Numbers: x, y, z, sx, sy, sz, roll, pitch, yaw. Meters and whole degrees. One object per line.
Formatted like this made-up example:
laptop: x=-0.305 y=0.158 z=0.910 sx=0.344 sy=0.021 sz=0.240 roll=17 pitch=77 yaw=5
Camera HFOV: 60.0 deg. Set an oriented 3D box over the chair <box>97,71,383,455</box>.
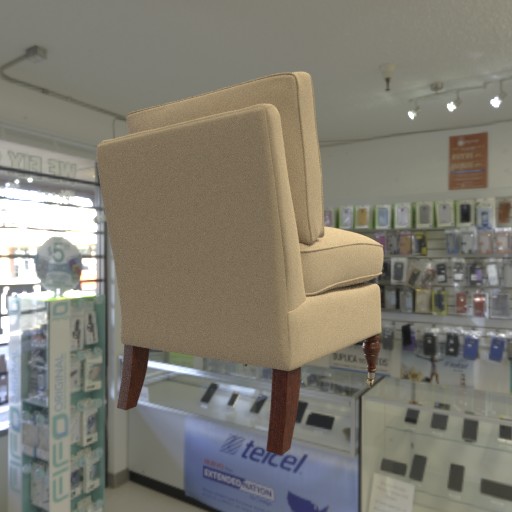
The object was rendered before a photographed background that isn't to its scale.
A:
chair: x=0.000 y=0.000 z=1.655 sx=0.724 sy=1.052 sz=0.912 roll=0 pitch=0 yaw=34
